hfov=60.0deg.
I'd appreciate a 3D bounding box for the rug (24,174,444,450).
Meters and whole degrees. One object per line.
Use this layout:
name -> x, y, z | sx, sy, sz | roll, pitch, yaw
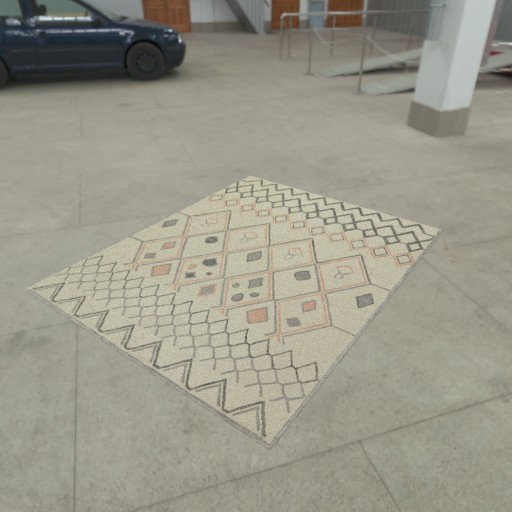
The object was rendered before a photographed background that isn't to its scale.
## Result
rug -> 0.000, 0.000, 4.021 | 2.441, 0.016, 3.050 | 21, 38, 30
